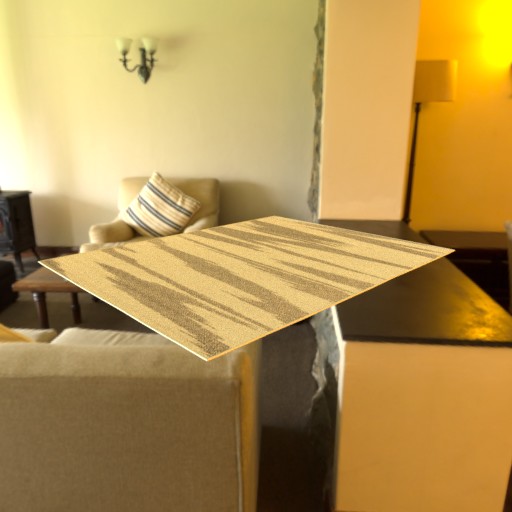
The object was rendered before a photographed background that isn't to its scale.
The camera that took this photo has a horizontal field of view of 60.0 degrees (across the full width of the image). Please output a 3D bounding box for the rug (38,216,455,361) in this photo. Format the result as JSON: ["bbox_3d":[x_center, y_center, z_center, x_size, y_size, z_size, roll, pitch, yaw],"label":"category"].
[{"bbox_3d":[0.000,0.000,3.974,2.945,0.014,2.353,-15,22,-42],"label":"rug"}]
